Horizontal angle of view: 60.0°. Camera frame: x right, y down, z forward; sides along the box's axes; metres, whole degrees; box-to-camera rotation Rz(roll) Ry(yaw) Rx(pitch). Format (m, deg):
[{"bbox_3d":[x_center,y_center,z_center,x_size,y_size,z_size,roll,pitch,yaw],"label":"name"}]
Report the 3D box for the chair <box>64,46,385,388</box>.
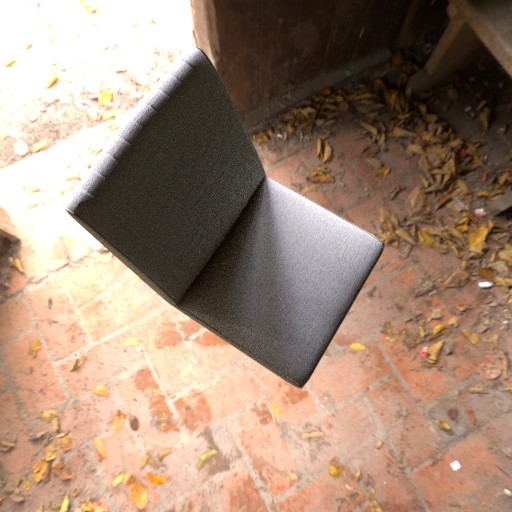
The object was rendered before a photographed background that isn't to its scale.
[{"bbox_3d":[0.000,0.000,1.229,0.594,0.900,0.480,31,77,8],"label":"chair"}]
